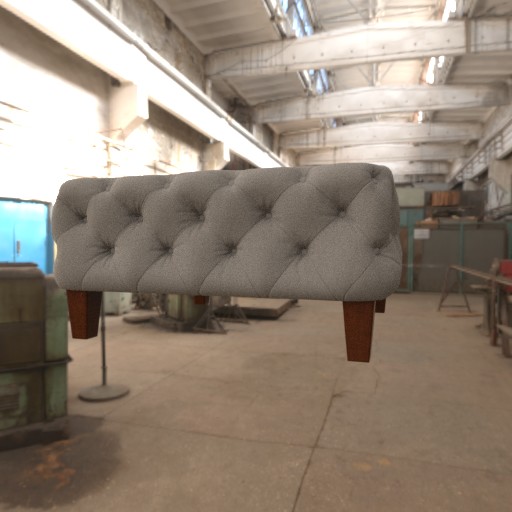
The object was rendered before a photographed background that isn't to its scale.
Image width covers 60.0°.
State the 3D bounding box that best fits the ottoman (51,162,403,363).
[{"bbox_3d":[0.000,0.000,1.451,0.911,0.439,0.917,0,1,19],"label":"ottoman"}]
